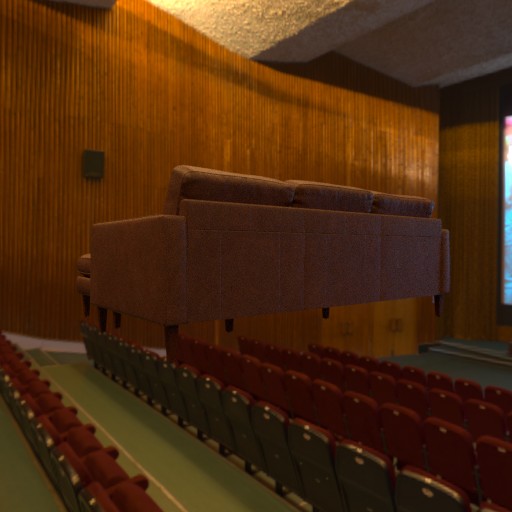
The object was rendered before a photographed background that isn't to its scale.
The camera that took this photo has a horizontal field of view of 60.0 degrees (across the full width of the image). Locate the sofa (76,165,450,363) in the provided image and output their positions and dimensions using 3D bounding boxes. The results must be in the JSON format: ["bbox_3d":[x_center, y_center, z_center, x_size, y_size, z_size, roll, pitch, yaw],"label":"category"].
[{"bbox_3d":[0.000,0.000,3.029,2.185,0.841,1.613,-1,1,-38],"label":"sofa"}]
